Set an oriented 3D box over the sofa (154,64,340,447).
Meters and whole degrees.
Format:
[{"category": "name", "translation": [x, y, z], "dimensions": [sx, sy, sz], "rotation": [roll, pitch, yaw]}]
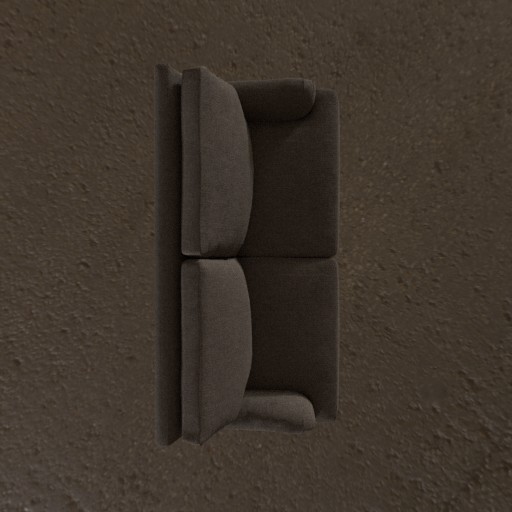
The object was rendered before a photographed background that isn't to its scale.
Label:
[{"category": "sofa", "translation": [0.000, 0.000, 2.847], "dimensions": [1.087, 1.054, 2.160], "rotation": [0, 91, 1]}]
